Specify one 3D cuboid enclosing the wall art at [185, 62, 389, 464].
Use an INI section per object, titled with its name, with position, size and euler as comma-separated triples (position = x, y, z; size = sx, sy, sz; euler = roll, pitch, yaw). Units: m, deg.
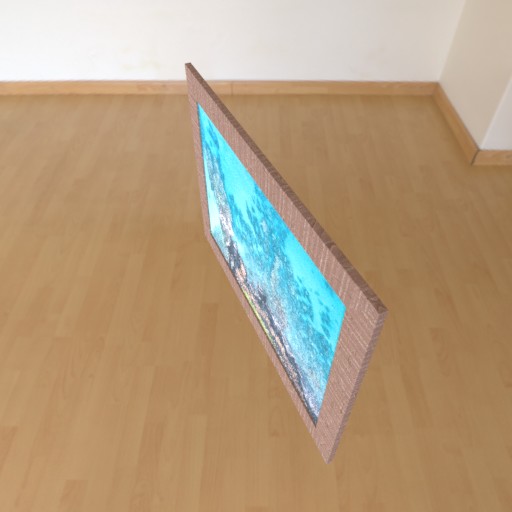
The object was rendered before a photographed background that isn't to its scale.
[wall art]
position = 0.000, 0.000, 1.355
size = 0.020, 0.761, 1.056
euler = -18, 50, -16
